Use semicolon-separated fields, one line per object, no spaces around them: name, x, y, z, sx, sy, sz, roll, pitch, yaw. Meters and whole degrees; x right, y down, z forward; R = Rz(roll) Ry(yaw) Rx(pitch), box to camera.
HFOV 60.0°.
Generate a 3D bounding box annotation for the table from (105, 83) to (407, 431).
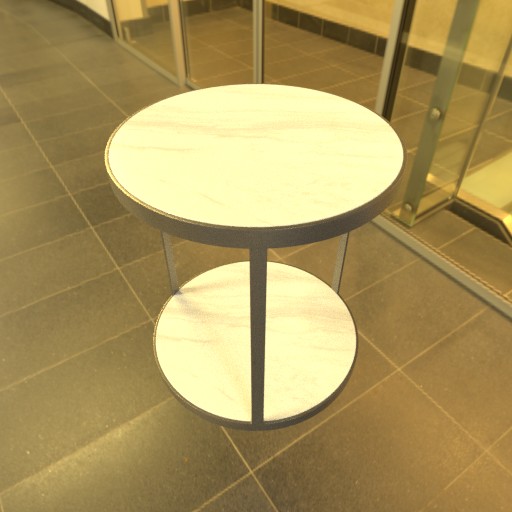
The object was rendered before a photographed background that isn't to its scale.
table;0.000;0.000;0.831;0.445;0.479;0.445;0;42;0
